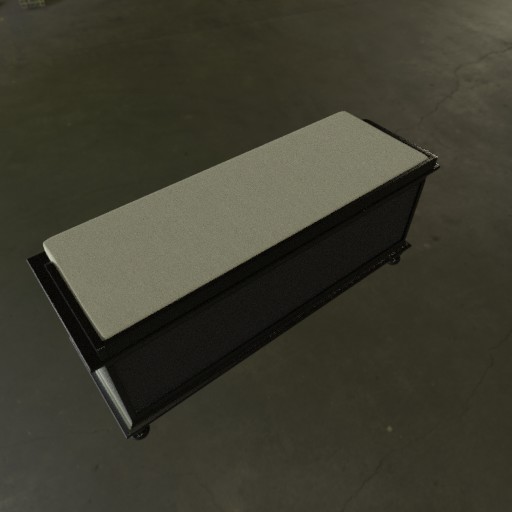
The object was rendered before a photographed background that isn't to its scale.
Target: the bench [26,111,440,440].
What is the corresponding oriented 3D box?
[{"bbox_3d":[0.000,0.000,1.426,1.185,0.501,0.402,-29,53,-25],"label":"bench"}]
